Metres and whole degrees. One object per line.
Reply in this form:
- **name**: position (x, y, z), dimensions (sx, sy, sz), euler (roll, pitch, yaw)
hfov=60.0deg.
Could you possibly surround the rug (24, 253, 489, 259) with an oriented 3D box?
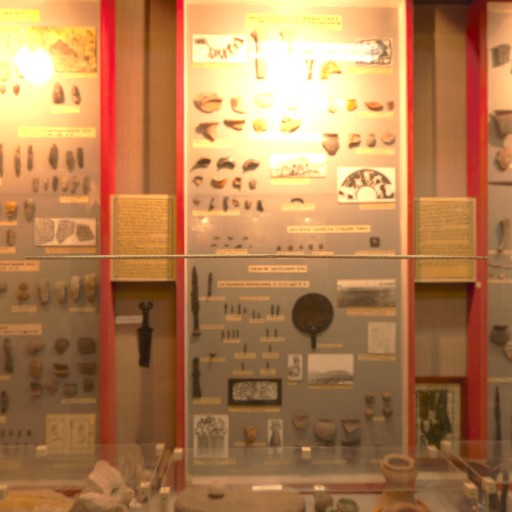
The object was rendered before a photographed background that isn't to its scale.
- **rug**: position (0.000, 0.000, 2.964), dimensions (2.283, 0.030, 1.596), euler (0, 0, 0)
